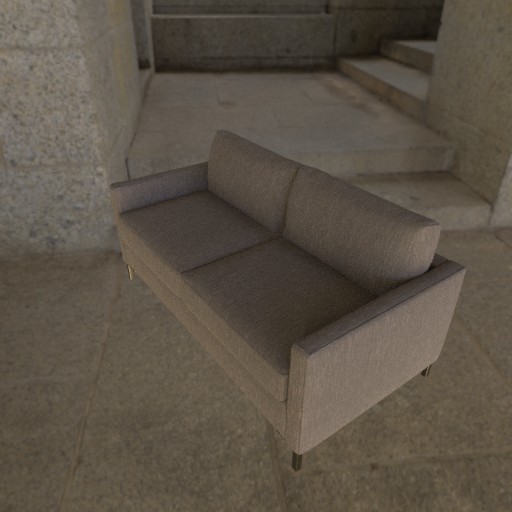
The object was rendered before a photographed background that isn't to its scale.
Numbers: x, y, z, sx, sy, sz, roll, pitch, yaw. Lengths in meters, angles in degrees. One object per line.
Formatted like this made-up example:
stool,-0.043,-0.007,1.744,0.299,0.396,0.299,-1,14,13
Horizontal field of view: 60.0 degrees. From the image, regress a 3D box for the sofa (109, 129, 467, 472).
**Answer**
sofa,0.000,0.000,2.202,0.875,0.840,1.682,-21,38,-30
